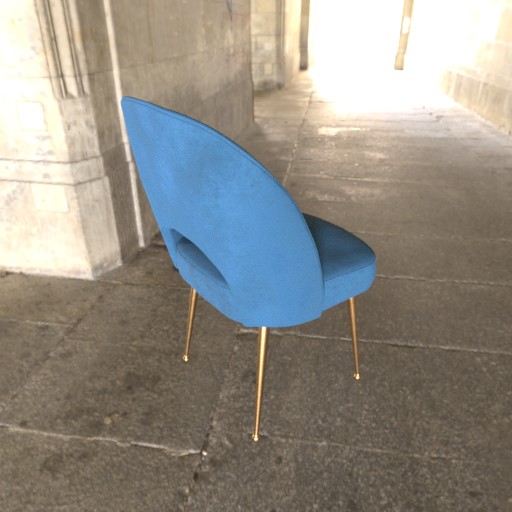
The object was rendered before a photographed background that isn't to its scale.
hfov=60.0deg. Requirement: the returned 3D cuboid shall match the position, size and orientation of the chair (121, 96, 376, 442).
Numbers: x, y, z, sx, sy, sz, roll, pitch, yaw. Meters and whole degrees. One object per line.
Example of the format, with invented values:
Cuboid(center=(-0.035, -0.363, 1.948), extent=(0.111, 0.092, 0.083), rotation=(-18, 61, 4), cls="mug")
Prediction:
Cuboid(center=(0.000, 0.000, 1.206), extent=(0.577, 0.860, 0.527), rotation=(-19, 33, -31), cls="chair")
